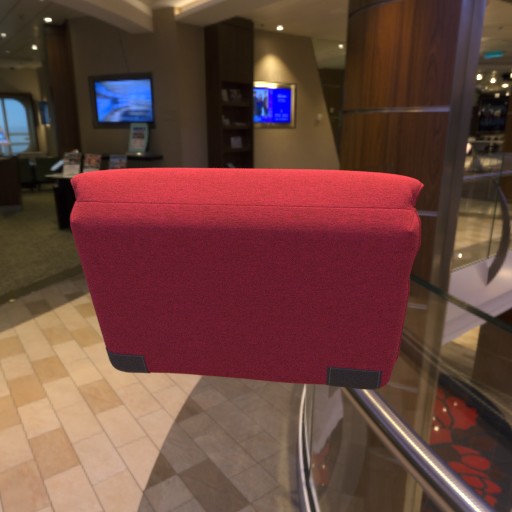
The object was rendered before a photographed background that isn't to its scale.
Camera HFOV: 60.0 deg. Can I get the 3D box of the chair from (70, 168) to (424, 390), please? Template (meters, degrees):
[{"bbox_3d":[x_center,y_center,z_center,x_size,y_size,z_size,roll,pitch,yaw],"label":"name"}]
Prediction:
[{"bbox_3d":[0.000,0.000,1.371,0.820,0.580,0.780,2,16,7],"label":"chair"}]
